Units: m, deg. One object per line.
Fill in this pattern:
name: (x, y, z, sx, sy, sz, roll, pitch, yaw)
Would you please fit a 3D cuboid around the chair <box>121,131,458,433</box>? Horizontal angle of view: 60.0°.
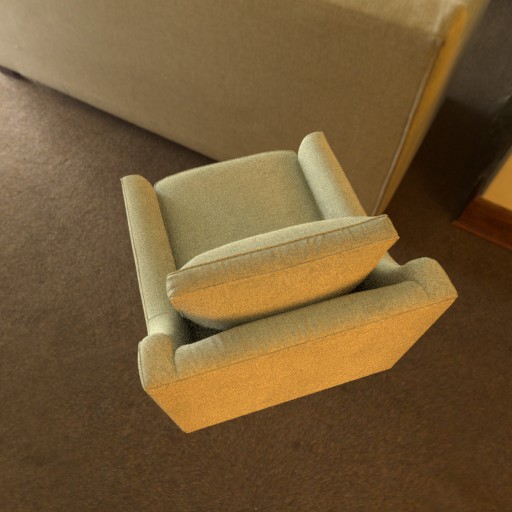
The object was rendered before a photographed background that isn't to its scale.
chair: (0.000, 0.000, 1.589, 0.838, 0.864, 0.918, -15, 61, -8)
